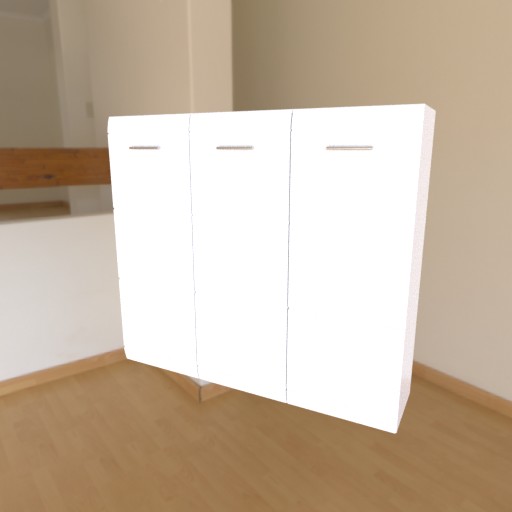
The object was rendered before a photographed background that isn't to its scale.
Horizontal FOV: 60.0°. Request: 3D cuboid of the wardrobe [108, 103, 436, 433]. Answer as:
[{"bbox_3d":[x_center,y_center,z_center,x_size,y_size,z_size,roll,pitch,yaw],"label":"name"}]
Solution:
[{"bbox_3d":[0.000,0.000,1.958,1.340,1.200,0.360,7,15,27],"label":"wardrobe"}]
